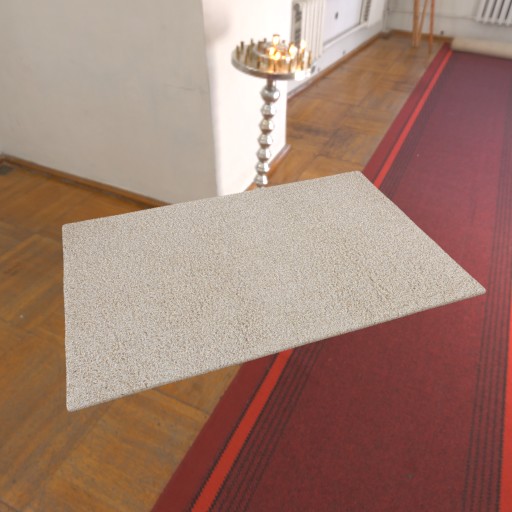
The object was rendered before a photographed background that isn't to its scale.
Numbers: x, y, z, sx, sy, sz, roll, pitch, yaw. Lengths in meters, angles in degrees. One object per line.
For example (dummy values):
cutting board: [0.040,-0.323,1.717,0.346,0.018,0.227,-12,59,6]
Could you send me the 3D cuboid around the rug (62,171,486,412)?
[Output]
rug: [0.000,0.000,3.337,2.743,0.030,1.778,-13,42,-15]
